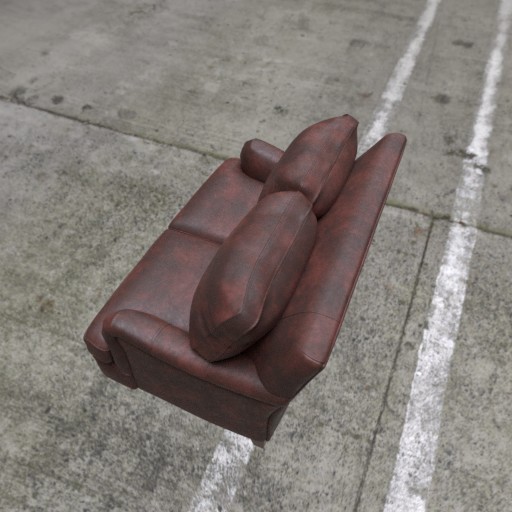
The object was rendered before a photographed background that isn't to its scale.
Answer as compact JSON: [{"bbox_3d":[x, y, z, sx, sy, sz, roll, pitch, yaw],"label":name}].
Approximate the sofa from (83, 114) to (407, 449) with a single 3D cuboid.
[{"bbox_3d":[0.000,0.000,2.398,1.148,1.070,1.628,18,50,16],"label":"sofa"}]
